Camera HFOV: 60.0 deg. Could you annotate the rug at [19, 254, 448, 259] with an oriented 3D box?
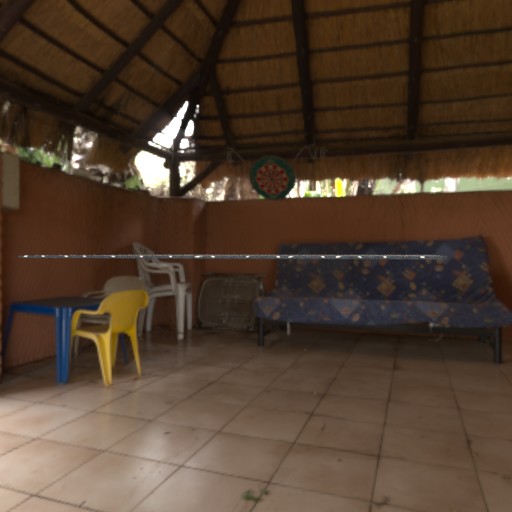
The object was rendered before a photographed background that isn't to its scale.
[{"bbox_3d":[0.000,0.000,4.060,3.047,0.022,2.439,0,0,18],"label":"rug"}]
